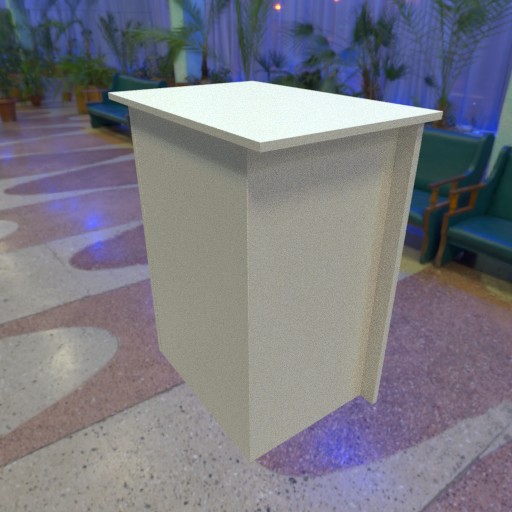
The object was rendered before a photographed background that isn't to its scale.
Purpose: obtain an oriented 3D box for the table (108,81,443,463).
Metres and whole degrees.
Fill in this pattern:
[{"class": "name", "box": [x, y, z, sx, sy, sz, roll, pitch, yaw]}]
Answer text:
[{"class": "table", "box": [0.000, 0.000, 1.065, 0.406, 0.711, 0.589, -18, 33, -31]}]
